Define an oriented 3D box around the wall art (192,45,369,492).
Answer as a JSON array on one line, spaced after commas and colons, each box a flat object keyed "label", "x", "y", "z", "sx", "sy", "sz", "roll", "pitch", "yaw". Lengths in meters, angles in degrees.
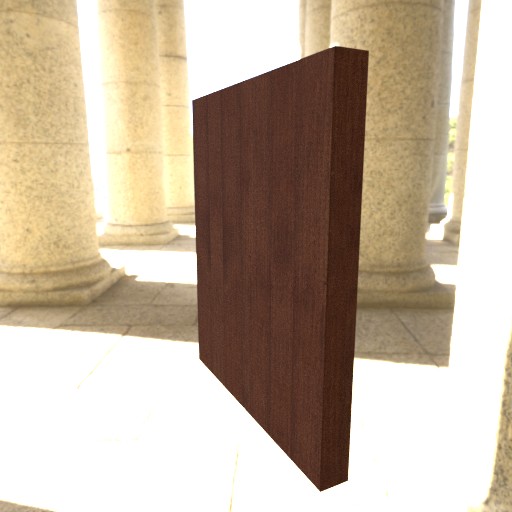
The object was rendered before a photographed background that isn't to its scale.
[{"label": "wall art", "x": 0.000, "y": 0.000, "z": 0.607, "sx": 0.039, "sy": 0.449, "sz": 0.377, "roll": -6, "pitch": 13, "yaw": -27}]
